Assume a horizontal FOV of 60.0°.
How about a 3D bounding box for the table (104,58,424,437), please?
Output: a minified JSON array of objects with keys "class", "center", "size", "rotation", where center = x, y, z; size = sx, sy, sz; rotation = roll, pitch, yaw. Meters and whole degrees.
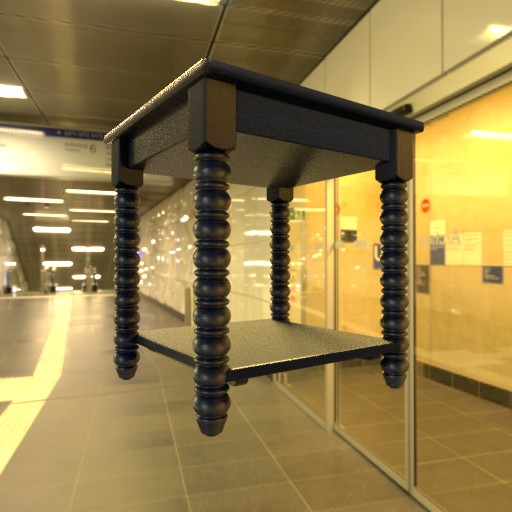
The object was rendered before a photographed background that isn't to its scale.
[{"class":"table","center":[0.000,0.000,0.991],"size":[0.533,0.567,0.500],"rotation":[0,-1,-35]}]
